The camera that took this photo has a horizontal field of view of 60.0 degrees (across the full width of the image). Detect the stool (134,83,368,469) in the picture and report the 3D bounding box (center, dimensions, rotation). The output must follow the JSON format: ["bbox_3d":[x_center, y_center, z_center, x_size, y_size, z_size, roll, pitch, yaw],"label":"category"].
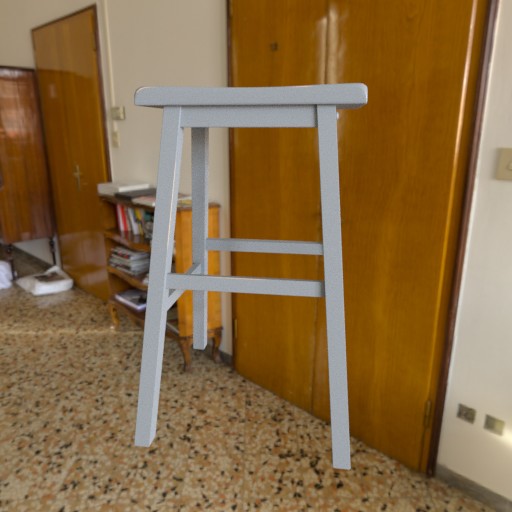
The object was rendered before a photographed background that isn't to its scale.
[{"bbox_3d":[0.000,0.000,1.045,0.457,0.737,0.476,2,16,9],"label":"stool"}]
